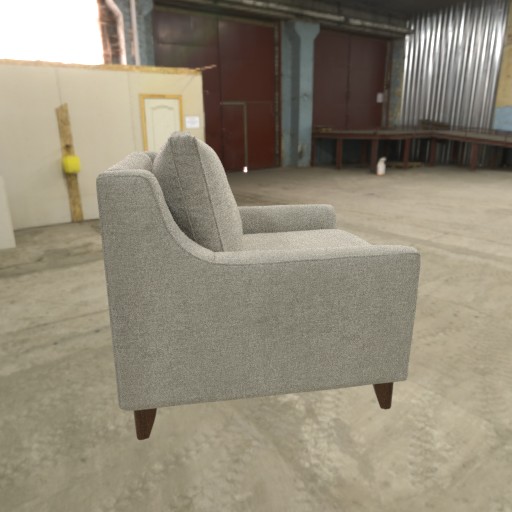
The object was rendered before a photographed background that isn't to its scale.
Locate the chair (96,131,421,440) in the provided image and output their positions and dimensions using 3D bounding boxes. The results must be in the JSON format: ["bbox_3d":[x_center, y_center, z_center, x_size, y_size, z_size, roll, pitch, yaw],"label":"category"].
[{"bbox_3d":[0.000,0.000,1.604,0.918,0.864,0.838,-3,17,-9],"label":"chair"}]
